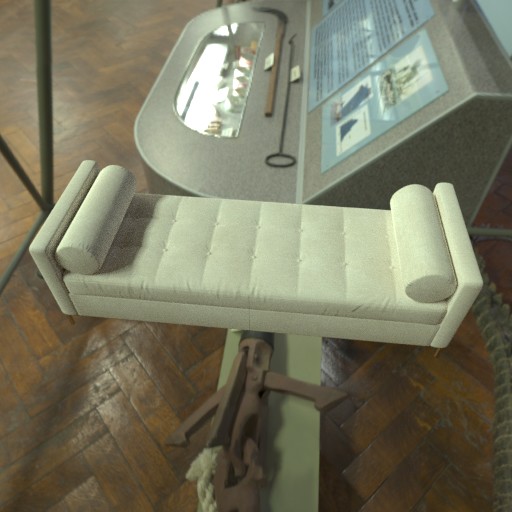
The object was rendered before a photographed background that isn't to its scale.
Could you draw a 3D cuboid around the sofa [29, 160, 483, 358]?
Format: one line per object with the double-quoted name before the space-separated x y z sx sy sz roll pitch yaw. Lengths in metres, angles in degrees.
"sofa" 0.000 0.000 2.351 1.981 0.635 0.686 4 48 4
